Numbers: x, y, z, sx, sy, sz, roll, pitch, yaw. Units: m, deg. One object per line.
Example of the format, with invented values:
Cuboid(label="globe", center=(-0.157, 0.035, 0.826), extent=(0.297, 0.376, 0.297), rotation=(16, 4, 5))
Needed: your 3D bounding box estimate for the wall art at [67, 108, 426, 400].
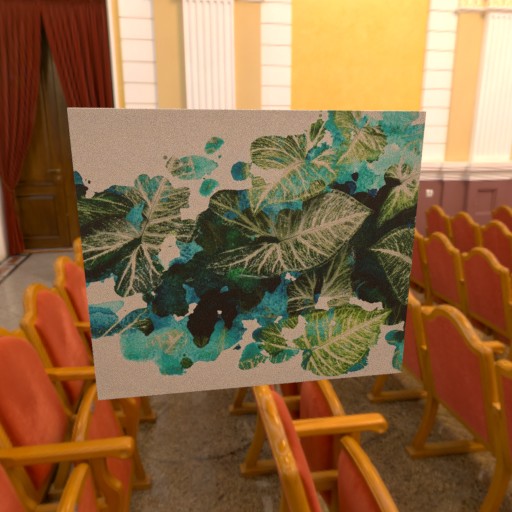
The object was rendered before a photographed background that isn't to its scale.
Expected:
Cuboid(label="wall art", center=(0.000, 0.000, 0.695), extent=(0.507, 0.435, 0.041), rotation=(-3, 15, -9))
